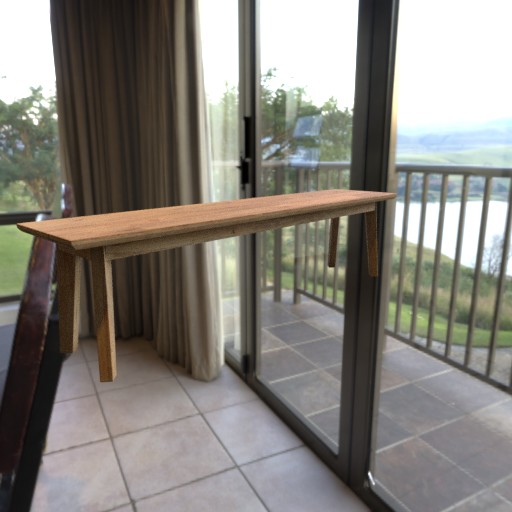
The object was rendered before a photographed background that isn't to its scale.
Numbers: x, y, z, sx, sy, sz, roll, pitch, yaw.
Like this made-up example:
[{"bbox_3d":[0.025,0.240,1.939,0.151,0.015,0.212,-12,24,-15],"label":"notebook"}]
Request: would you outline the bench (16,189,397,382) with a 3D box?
[{"bbox_3d":[0.000,0.000,1.855,0.378,0.431,1.698,13,18,42],"label":"bench"}]
